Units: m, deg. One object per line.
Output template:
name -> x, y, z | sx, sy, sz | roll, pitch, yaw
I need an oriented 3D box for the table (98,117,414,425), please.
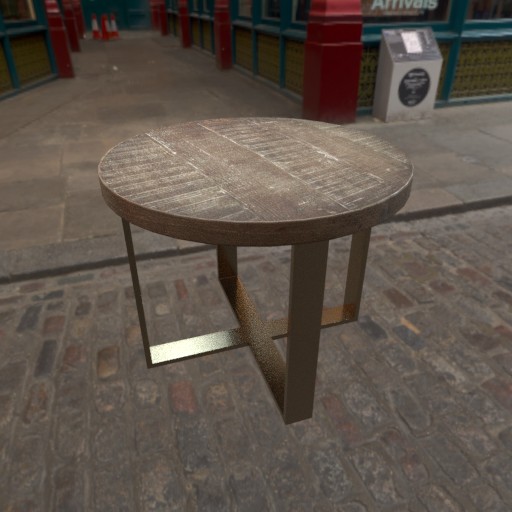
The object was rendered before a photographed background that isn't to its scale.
table -> 0.000, 0.000, 0.929 | 0.557, 0.437, 0.557 | 0, 31, 0
